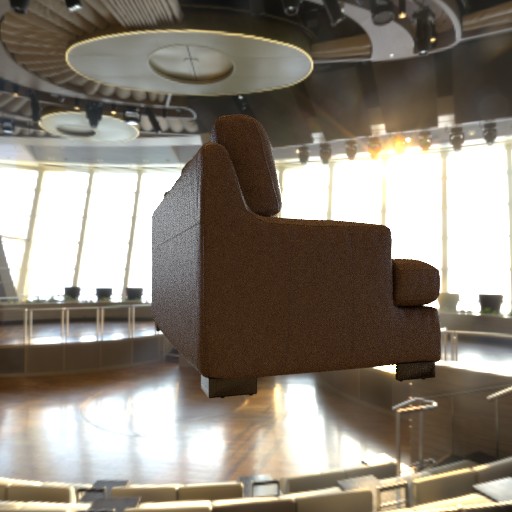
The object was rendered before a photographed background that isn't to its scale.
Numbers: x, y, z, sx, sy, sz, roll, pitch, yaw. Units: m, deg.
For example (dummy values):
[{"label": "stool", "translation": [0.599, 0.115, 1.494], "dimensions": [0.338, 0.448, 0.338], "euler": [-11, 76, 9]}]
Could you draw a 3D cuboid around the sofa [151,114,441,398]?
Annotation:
[{"label": "sofa", "translation": [0.000, 0.000, 2.415], "dimensions": [0.962, 0.980, 1.855], "euler": [1, -2, -18]}]
